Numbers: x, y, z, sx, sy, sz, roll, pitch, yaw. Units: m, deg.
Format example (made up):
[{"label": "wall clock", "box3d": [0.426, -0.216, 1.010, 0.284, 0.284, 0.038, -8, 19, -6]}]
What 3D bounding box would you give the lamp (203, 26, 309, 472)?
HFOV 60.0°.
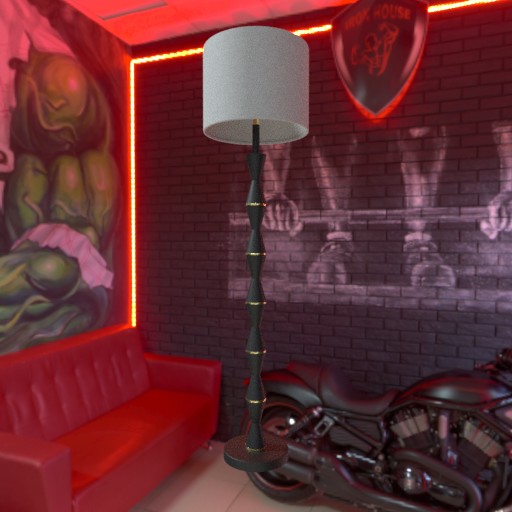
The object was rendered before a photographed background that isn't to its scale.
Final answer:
[{"label": "lamp", "box3d": [0.000, 0.000, 1.624, 0.381, 1.480, 0.381, -1, 2, -36]}]
